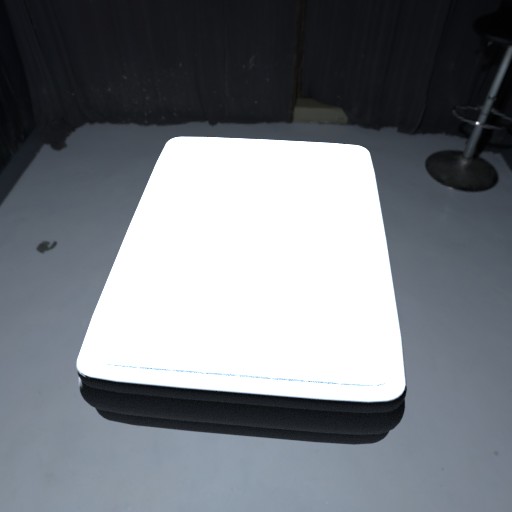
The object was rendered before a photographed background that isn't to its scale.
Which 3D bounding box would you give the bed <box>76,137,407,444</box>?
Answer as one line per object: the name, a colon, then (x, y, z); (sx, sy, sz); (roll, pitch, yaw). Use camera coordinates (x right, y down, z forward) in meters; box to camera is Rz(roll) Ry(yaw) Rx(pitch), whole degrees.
bed: (0.000, 0.000, 2.655); (1.520, 0.460, 2.036); (4, 47, 3)
